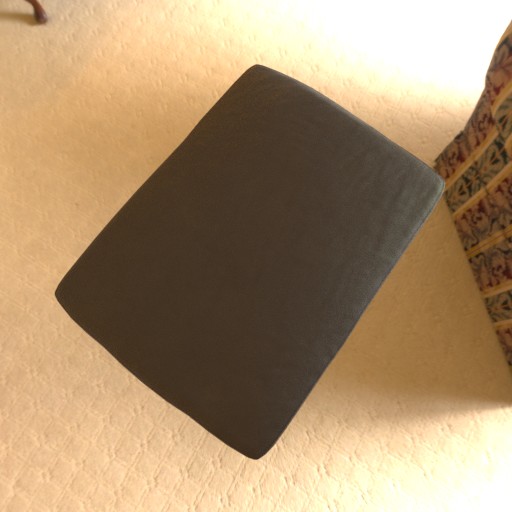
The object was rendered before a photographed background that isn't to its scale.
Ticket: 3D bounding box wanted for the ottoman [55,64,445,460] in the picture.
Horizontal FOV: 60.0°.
[{"bbox_3d":[0.000,0.000,1.291,0.659,0.529,0.887,35,77,9],"label":"ottoman"}]
